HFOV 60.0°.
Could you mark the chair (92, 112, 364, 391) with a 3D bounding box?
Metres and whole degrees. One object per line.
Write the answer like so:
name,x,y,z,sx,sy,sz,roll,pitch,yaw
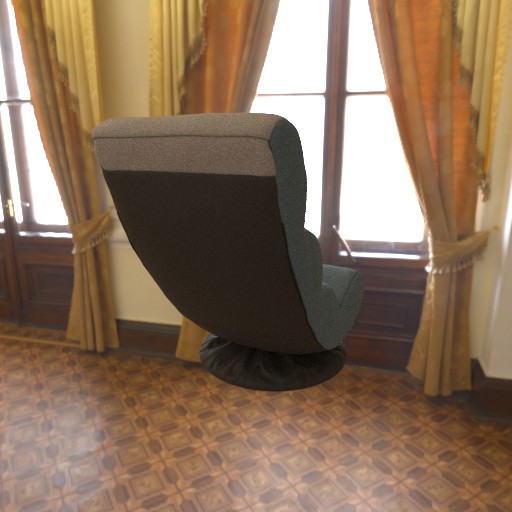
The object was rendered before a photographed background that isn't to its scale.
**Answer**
chair,0.000,0.000,1.095,0.420,0.641,0.661,7,16,26
